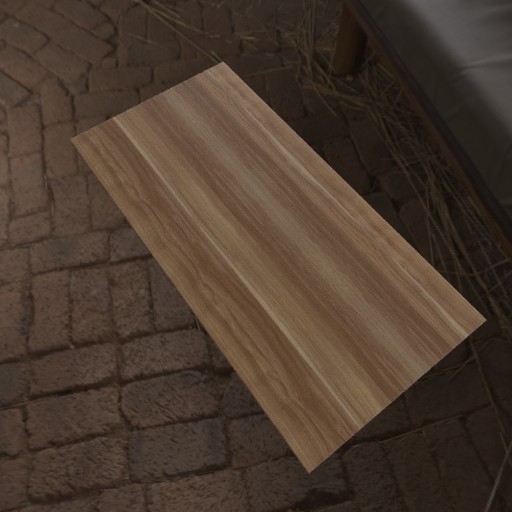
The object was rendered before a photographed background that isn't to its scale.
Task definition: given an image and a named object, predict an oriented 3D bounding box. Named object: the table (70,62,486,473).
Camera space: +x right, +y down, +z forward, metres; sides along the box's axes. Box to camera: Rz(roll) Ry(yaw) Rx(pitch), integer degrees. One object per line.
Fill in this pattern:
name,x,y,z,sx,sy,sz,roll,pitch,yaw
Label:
table,0.000,0.000,2.490,1.000,0.770,2.000,-34,68,-16
